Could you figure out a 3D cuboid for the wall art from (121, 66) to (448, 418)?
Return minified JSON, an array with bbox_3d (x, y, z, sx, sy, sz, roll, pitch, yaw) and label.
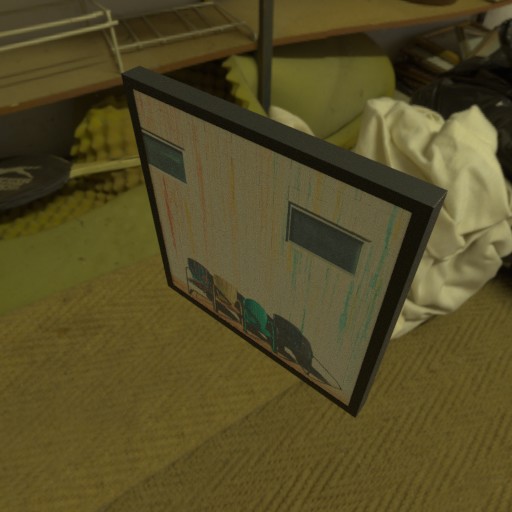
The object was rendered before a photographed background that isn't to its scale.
[{"bbox_3d":[0.000,0.000,0.762,0.506,0.506,0.037,30,53,26],"label":"wall art"}]
